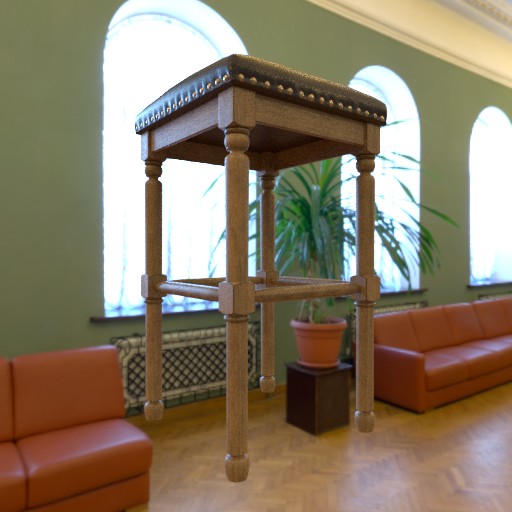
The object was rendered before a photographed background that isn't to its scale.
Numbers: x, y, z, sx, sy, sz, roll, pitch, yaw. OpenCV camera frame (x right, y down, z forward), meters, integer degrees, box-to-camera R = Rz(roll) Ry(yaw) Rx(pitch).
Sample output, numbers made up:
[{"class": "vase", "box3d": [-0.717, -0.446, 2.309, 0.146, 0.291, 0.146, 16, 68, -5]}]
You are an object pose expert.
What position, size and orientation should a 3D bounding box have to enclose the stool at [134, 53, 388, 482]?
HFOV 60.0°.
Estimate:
[{"class": "stool", "box3d": [0.000, 0.000, 0.924, 0.382, 0.702, 0.383, 0, 1, -37]}]
